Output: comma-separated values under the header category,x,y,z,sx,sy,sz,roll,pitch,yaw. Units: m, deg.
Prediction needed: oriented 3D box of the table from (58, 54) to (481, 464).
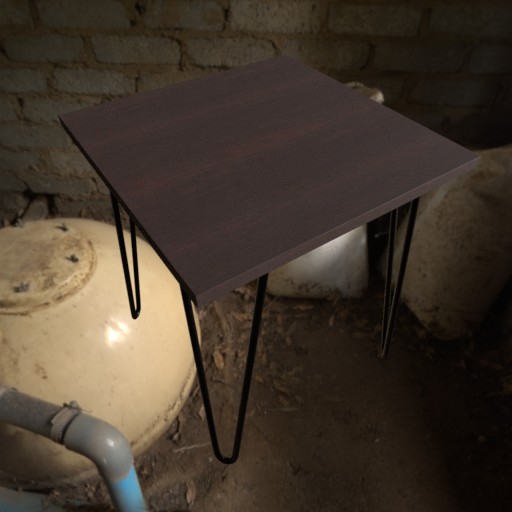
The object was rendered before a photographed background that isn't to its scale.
category,x,y,z,sx,sy,sz,roll,pitch,yaw
table,0.000,0.000,0.920,0.495,0.559,0.495,-26,50,-24
